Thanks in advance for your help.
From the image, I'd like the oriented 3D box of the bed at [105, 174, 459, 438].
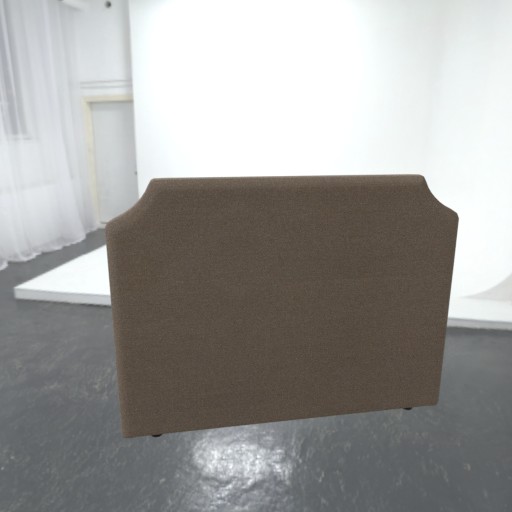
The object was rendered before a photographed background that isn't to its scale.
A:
[{"bbox_3d":[0.000,0.000,3.145,1.693,1.290,2.116,-3,15,-9],"label":"bed"}]
